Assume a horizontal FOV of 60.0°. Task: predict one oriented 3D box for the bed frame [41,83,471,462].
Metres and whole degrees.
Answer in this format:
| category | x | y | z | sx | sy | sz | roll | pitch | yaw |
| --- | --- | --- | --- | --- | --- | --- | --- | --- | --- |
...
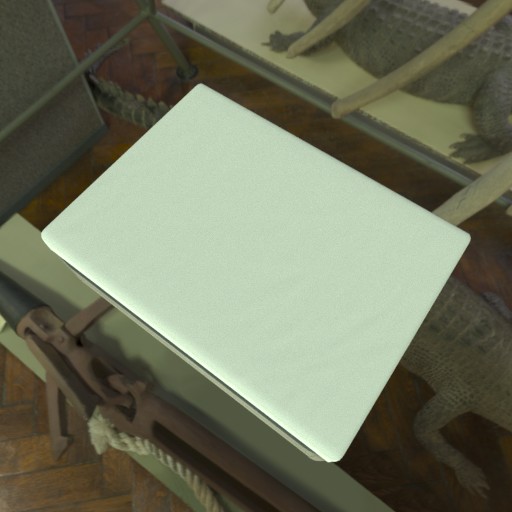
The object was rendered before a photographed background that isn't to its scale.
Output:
| category | x | y | z | sx | sy | sz | roll | pitch | yaw |
| --- | --- | --- | --- | --- | --- | --- | --- | --- | --- |
| bed frame | 0.000 | 0.000 | 2.608 | 1.900 | 0.561 | 1.400 | 34 | 69 | 15 |
